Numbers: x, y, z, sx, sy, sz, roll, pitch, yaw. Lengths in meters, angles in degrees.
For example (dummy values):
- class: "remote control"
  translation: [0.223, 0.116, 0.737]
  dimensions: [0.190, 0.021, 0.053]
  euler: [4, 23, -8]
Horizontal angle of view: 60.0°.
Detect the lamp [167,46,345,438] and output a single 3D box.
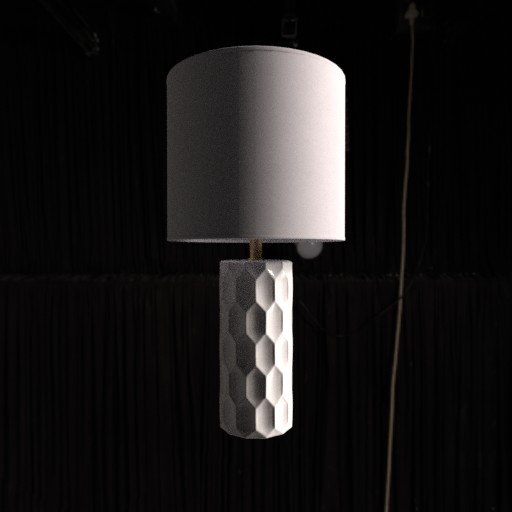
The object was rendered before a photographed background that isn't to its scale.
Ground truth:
- class: "lamp"
  translation: [0.000, 0.000, 0.703]
  dimensions: [0.277, 0.537, 0.277]
  euler: [0, 1, 0]
